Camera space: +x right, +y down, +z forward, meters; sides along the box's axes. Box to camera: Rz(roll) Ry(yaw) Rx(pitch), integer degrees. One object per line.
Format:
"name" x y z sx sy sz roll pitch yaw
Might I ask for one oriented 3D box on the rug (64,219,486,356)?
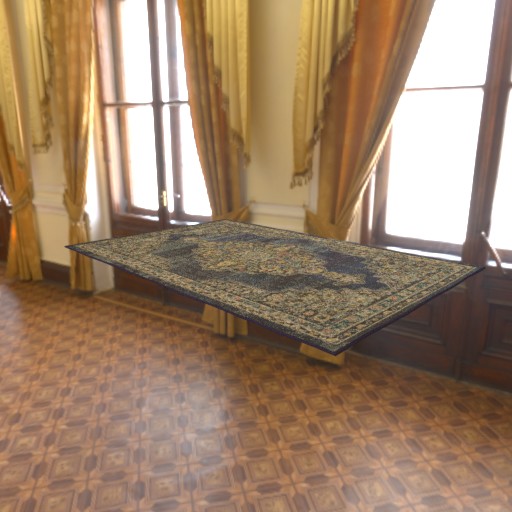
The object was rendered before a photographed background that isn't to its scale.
"rug" 0.000 0.000 2.213 1.781 0.012 1.184 14 21 43
